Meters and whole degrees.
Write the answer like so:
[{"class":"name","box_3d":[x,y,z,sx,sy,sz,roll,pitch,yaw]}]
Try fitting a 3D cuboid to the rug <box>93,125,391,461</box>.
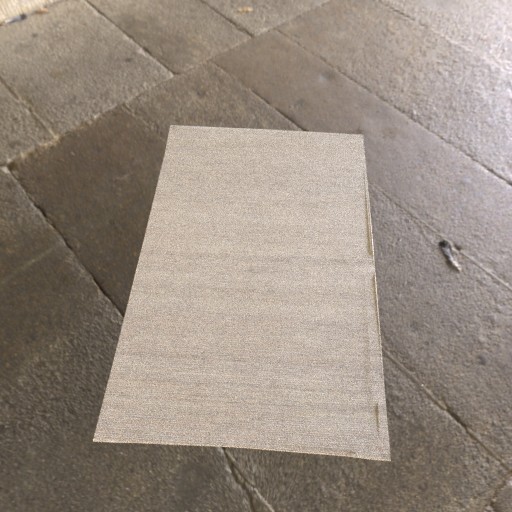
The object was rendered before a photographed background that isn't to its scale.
[{"class":"rug","box_3d":[0.000,0.000,2.219,1.179,0.022,1.820,3,58,2]}]
